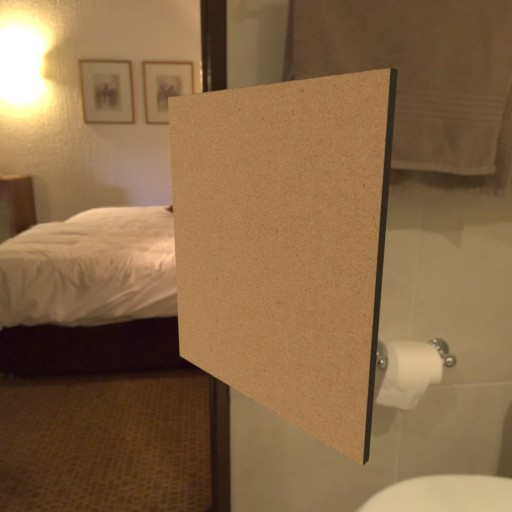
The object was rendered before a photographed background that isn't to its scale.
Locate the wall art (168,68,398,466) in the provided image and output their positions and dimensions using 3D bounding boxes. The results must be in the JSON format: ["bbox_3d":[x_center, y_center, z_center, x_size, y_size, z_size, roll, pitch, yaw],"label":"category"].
[{"bbox_3d":[0.000,0.000,1.201,0.028,0.863,0.755,-13,19,-42],"label":"wall art"}]
